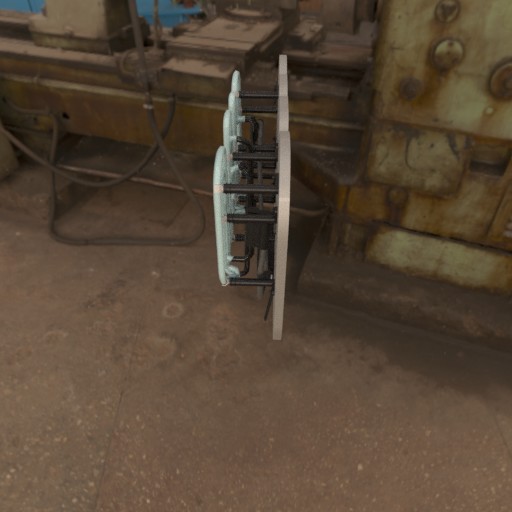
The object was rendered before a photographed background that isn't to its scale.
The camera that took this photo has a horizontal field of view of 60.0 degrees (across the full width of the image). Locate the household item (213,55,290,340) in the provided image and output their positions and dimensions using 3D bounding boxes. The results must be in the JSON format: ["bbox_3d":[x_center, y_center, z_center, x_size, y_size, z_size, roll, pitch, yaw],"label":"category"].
[{"bbox_3d":[0.000,0.000,0.391,0.042,0.294,0.211,1,42,2],"label":"household item"}]
